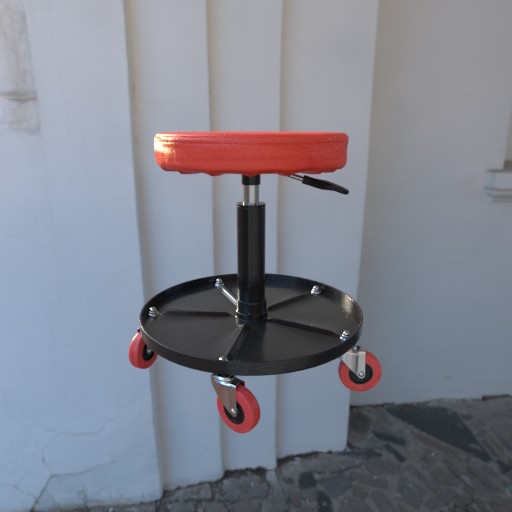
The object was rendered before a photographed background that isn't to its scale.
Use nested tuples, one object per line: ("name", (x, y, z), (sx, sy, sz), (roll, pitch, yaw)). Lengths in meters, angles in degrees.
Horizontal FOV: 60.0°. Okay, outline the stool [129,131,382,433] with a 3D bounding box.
("stool", (0.000, 0.000, 0.678), (0.382, 0.365, 0.381), (2, 16, 7))
